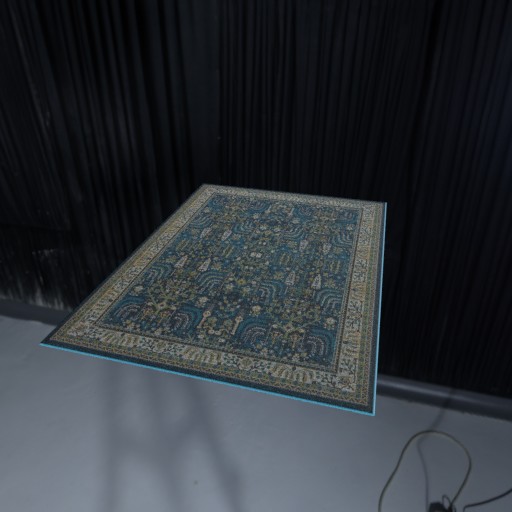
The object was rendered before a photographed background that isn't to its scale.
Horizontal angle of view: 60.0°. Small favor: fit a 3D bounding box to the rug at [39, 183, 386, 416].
[{"bbox_3d":[0.000,0.000,4.018,2.226,0.015,3.044,8,32,13],"label":"rug"}]
